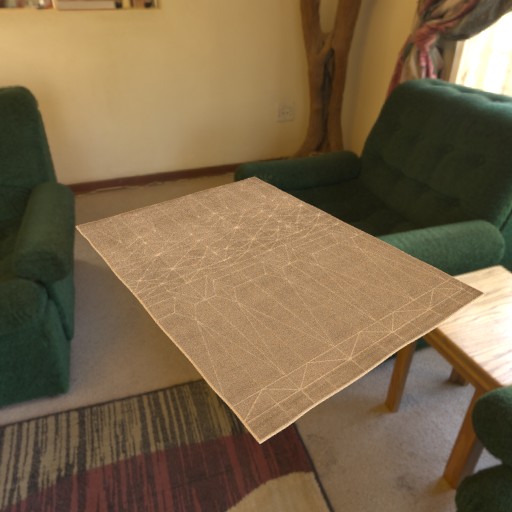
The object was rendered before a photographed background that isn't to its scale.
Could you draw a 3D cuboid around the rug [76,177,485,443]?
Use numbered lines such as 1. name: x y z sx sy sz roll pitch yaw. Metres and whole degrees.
1. rug: 0.000 0.000 4.339 2.449 0.019 3.357 -21 38 -31
